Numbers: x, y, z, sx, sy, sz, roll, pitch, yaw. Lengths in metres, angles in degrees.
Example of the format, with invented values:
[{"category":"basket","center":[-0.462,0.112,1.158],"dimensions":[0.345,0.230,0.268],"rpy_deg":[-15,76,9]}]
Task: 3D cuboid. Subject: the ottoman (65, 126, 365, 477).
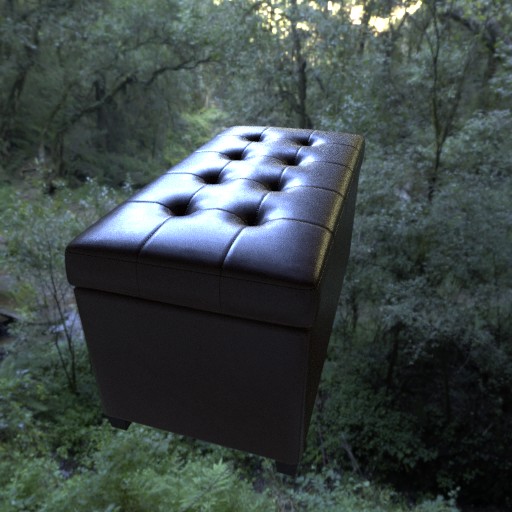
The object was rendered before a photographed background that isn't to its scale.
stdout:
[{"category":"ottoman","center":[0.000,0.000,1.117],"dimensions":[0.432,0.470,0.838],"rpy_deg":[9,31,14]}]
